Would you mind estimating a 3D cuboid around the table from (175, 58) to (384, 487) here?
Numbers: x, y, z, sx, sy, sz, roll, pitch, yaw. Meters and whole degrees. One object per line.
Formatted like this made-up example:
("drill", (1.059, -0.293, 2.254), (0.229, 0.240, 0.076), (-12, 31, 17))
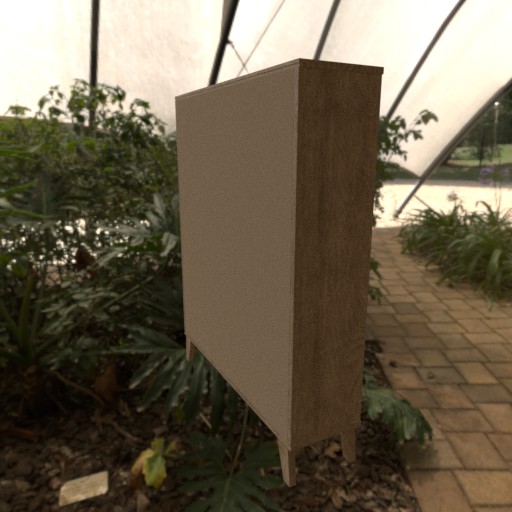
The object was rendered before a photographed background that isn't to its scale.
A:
("table", (0.000, 0.000, 1.568), (0.256, 1.135, 0.902), (-7, 16, -27))
